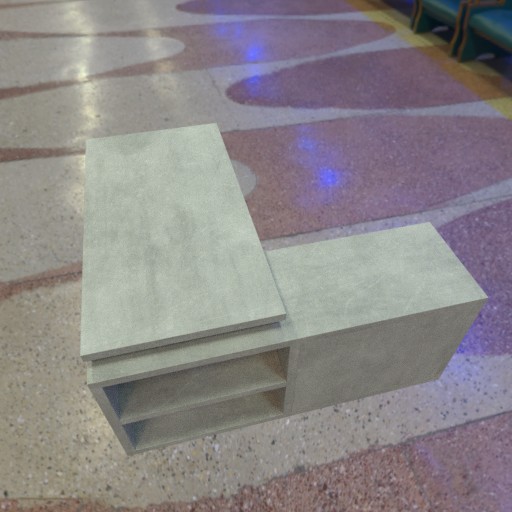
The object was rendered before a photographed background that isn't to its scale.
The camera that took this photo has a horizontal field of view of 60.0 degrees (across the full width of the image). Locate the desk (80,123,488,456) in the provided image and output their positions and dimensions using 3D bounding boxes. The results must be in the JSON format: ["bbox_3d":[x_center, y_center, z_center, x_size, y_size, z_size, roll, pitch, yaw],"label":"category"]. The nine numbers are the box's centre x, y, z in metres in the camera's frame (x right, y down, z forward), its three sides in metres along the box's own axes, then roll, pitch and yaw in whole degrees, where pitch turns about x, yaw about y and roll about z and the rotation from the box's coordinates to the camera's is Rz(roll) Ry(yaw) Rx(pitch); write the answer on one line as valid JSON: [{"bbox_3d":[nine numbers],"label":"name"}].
[{"bbox_3d":[0.000,0.000,2.263,1.500,0.740,1.400,-10,47,-10],"label":"desk"}]
